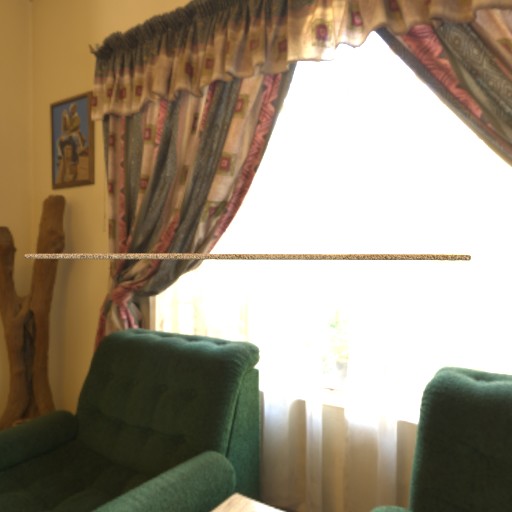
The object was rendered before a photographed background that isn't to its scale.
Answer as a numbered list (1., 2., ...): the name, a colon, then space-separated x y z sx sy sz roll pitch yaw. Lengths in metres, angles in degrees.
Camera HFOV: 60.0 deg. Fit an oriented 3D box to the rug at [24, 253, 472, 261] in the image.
1. rug: 0.000 0.000 3.002 2.438 0.030 1.524 0 0 17
